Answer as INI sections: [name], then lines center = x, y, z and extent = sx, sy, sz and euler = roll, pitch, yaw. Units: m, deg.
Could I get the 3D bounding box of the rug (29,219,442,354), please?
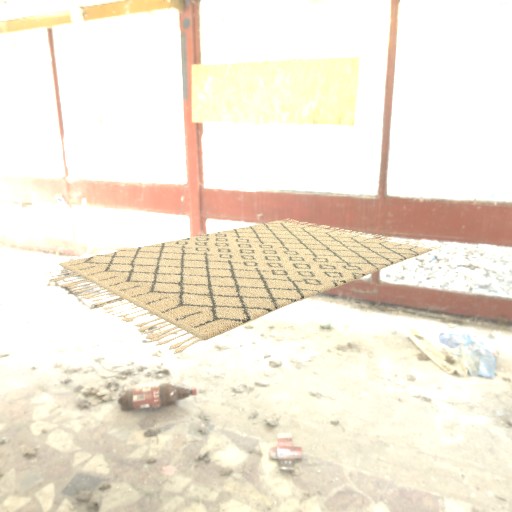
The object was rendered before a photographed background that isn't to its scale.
[rug]
center = 0.000, 0.000, 3.242
extent = 2.615, 0.029, 1.664
euler = -15, 21, -42
